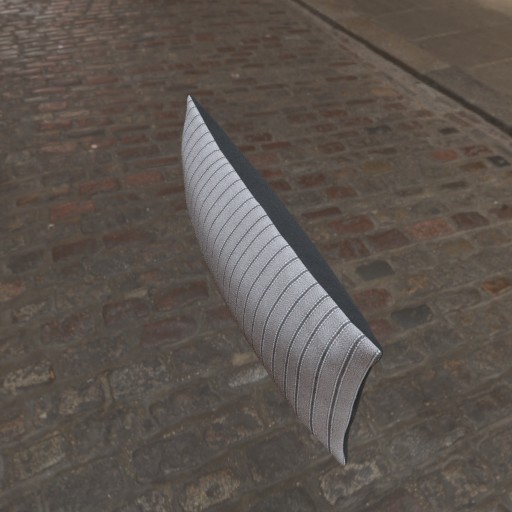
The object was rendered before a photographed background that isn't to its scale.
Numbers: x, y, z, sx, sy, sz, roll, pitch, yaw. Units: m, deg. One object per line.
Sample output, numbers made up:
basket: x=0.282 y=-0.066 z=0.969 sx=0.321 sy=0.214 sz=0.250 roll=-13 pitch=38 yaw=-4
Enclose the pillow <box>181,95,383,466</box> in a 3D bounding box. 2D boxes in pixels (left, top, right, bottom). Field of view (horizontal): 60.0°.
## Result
pillow: x=0.000 y=0.000 z=0.722 sx=0.151 sy=0.305 sz=0.609 roll=-17 pitch=48 yaw=-16
